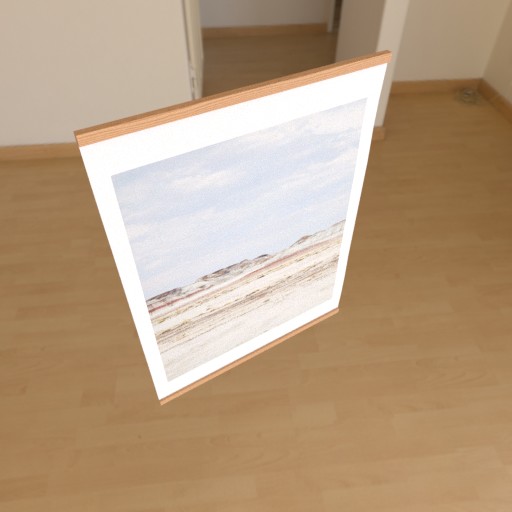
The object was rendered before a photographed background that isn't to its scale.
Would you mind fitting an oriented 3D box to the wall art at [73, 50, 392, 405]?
[{"bbox_3d":[0.000,0.000,0.775,0.458,0.605,0.011,-23,49,-22],"label":"wall art"}]
